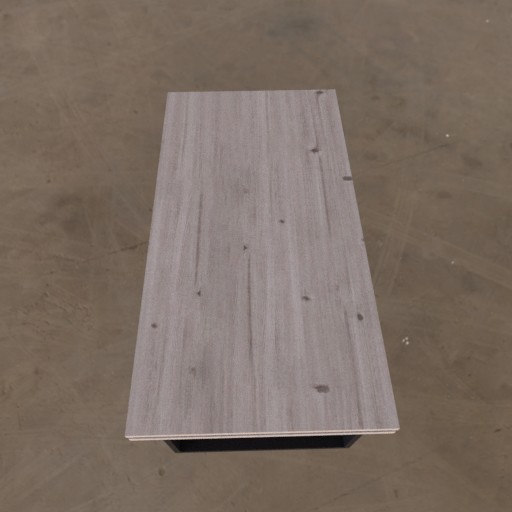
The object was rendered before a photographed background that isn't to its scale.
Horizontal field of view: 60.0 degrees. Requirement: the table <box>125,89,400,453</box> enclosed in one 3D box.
[{"bbox_3d":[0.000,0.000,1.679,0.700,0.450,1.350,-1,58,-1],"label":"table"}]
